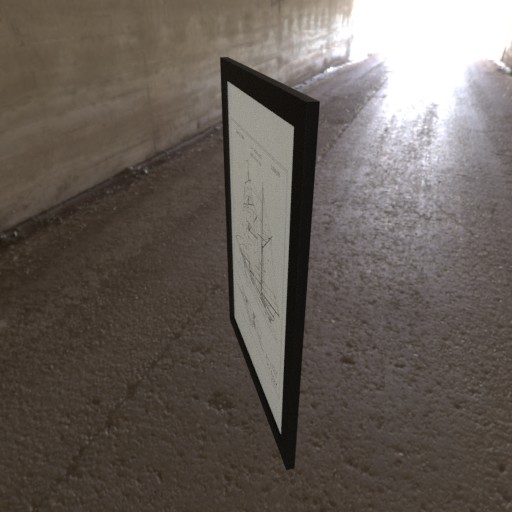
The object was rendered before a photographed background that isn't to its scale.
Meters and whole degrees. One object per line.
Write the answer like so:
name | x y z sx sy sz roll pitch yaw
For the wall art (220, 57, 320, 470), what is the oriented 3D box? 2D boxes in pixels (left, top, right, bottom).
wall art | 0.000 0.000 0.596 0.011 0.459 0.326 -8 31 -14
